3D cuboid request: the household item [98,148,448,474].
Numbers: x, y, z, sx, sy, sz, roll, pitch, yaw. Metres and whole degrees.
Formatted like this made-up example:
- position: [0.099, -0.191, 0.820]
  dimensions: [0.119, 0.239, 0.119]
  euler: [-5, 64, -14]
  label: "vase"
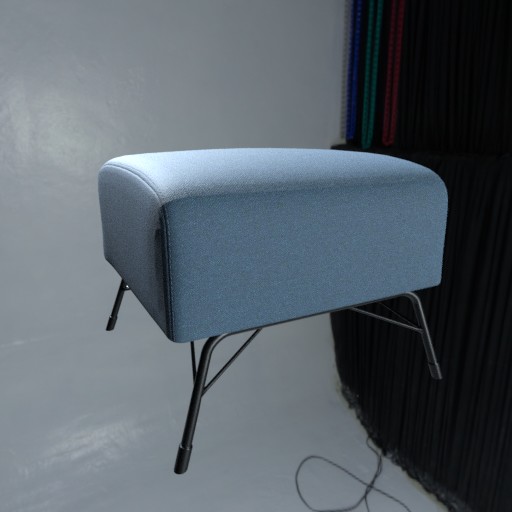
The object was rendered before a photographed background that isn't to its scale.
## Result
- position: [0.000, 0.000, 0.890]
  dimensions: [0.530, 0.420, 0.530]
  euler: [-8, 18, -27]
  label: "household item"
